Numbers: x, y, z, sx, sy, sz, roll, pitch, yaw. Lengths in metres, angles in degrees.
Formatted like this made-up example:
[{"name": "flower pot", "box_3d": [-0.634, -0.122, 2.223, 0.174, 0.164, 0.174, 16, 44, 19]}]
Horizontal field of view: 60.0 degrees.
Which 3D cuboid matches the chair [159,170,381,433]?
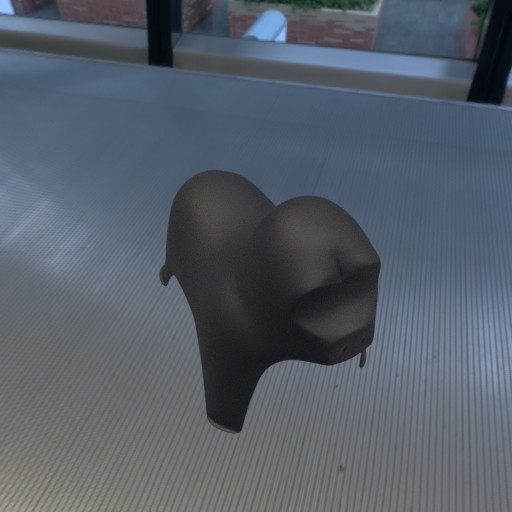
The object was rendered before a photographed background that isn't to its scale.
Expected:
[{"name": "chair", "box_3d": [0.000, 0.000, 1.117, 0.490, 0.600, 0.758, -21, 49, -19]}]
